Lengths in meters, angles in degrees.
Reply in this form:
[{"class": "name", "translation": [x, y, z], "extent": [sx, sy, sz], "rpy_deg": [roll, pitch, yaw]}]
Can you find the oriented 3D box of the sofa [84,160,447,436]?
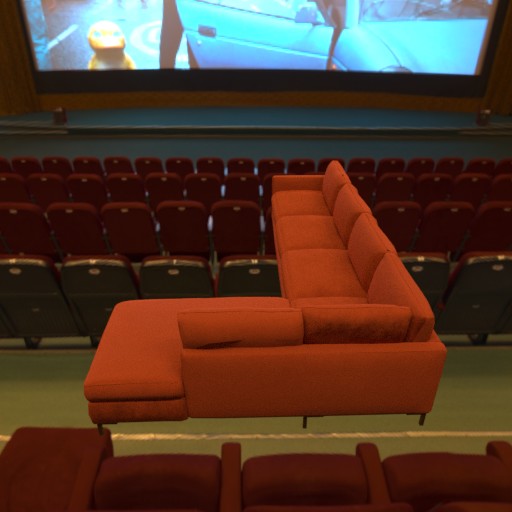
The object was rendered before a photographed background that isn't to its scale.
[{"class": "sofa", "translation": [0.000, 0.000, 3.462], "extent": [1.879, 0.757, 2.736], "rpy_deg": [-1, 29, -1]}]
